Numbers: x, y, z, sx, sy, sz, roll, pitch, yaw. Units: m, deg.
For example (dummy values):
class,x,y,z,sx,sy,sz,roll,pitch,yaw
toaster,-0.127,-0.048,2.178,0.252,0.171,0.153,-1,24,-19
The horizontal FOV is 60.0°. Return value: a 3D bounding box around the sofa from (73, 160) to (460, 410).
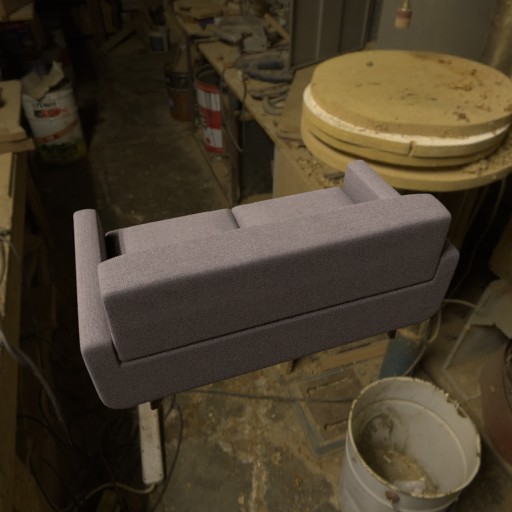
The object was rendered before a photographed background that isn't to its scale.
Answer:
class,x,y,z,sx,sy,sz,roll,pitch,yaw
sofa,0.000,0.000,2.183,1.631,0.841,0.909,-13,43,-14
